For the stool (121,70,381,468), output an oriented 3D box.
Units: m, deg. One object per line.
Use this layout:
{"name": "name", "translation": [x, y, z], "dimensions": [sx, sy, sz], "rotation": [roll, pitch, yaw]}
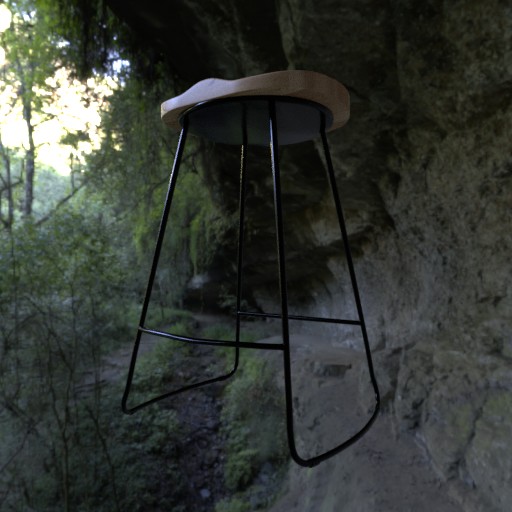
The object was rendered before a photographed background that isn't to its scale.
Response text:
{"name": "stool", "translation": [0.000, 0.000, 0.960], "dimensions": [0.480, 0.679, 0.401], "rotation": [0, 0, 34]}
